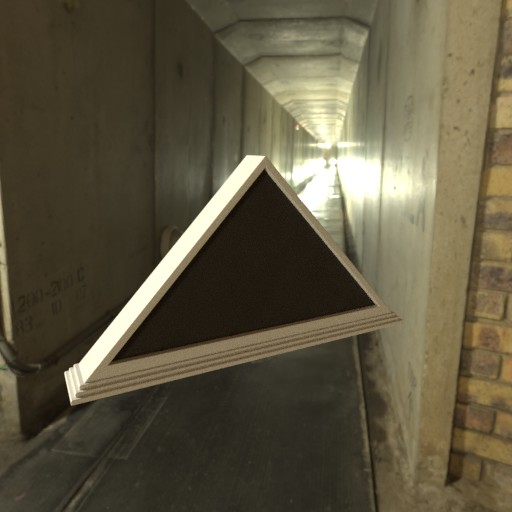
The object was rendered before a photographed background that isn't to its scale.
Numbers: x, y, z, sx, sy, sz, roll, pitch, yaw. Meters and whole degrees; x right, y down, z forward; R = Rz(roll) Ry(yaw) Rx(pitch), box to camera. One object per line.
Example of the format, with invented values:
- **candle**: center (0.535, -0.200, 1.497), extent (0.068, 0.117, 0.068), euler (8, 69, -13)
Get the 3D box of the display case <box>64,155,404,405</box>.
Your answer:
- **display case**: center (0.000, 0.000, 0.770), extent (0.640, 0.340, 0.095), euler (-7, 16, -27)
